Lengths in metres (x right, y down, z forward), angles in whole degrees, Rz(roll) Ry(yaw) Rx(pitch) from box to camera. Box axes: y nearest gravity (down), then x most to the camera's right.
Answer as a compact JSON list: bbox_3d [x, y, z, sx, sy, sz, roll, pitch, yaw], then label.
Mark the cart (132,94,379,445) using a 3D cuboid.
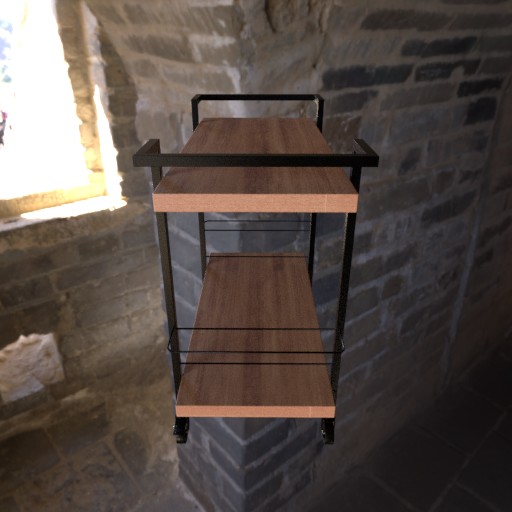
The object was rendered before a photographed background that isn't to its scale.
[{"bbox_3d":[0.000,0.000,1.238,0.406,0.762,0.806,0,27,0],"label":"cart"}]
